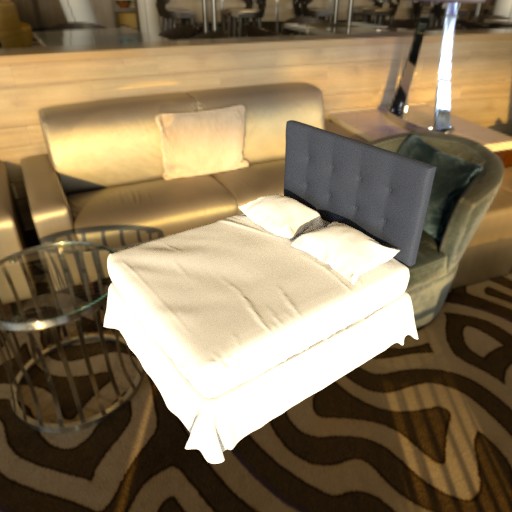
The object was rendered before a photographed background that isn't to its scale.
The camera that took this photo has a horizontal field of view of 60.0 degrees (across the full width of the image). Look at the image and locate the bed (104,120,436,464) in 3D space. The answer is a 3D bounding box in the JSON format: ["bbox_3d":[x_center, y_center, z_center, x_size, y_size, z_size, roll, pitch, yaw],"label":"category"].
[{"bbox_3d":[0.000,0.000,3.627,2.222,1.577,1.936,-21,37,-30],"label":"bed"}]
